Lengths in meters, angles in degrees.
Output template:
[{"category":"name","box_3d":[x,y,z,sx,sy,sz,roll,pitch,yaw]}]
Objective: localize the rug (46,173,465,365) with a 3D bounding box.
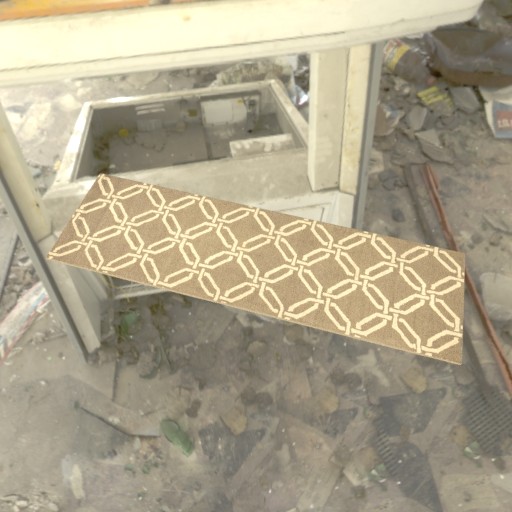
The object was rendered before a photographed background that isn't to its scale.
[{"category":"rug","box_3d":[0.000,0.000,2.506,2.276,0.014,0.678,13,58,9]}]
